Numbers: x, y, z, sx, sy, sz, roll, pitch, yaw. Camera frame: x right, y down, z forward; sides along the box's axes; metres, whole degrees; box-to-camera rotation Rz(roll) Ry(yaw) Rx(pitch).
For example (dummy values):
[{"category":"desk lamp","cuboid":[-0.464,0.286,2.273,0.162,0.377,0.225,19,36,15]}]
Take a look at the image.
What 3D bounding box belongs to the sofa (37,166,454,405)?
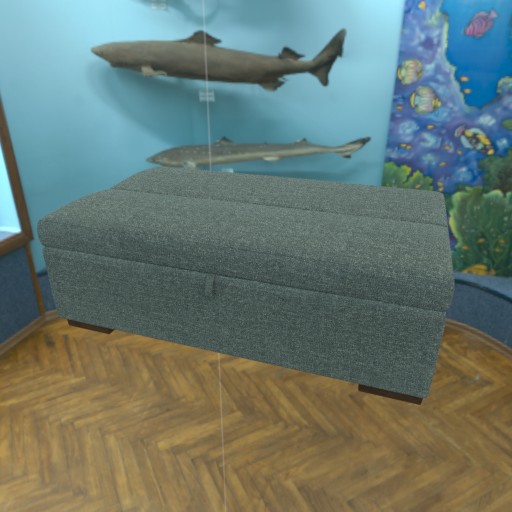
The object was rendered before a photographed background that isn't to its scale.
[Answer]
[{"category":"sofa","cuboid":[0.000,0.000,1.570,1.198,0.417,0.782,8,26,17]}]
